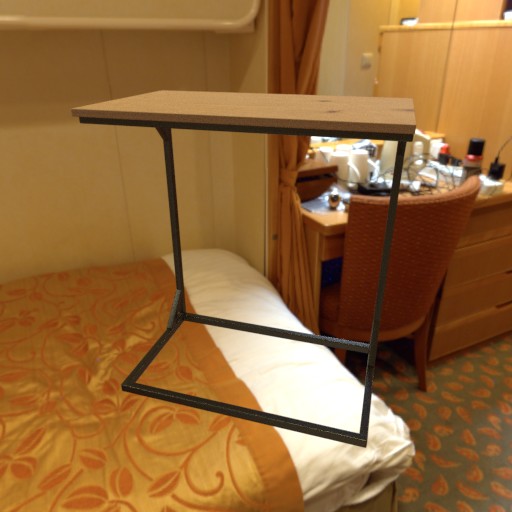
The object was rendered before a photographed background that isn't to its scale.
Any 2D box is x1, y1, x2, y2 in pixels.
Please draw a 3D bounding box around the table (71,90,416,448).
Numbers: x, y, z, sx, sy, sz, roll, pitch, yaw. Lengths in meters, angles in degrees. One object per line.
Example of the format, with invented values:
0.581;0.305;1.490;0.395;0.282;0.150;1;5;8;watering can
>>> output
0.000;0.000;1.024;0.597;0.673;0.351;8;27;15;table
